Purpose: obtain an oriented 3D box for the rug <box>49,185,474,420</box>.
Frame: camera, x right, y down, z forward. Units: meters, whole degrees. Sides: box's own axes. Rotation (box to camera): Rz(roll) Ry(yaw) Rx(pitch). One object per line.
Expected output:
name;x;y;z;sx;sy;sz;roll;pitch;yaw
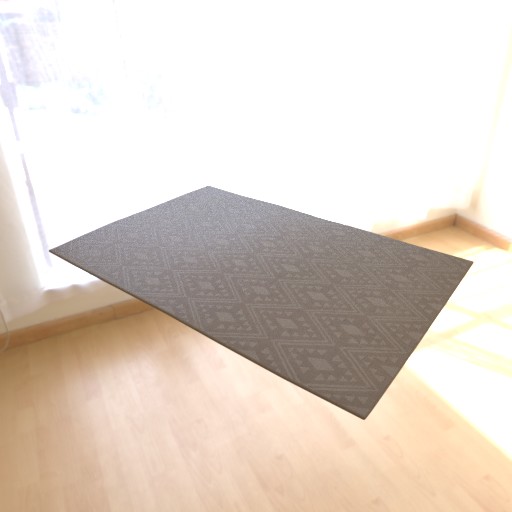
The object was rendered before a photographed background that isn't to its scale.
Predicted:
rug;0.000;0.000;2.300;1.829;0.034;1.252;21;36;32
